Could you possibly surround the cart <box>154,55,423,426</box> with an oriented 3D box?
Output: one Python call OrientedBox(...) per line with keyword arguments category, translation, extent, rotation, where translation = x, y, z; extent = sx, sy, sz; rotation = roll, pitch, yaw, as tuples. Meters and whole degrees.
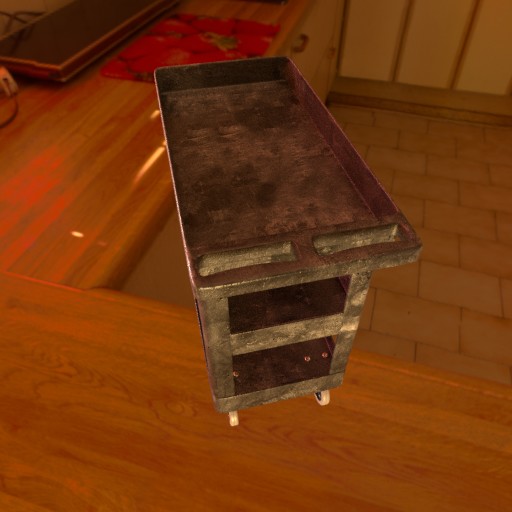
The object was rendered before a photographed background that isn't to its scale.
OrientedBox(category="cart", translation=(0.000, 0.000, 1.343), extent=(0.420, 0.824, 0.877), rotation=(-10, 47, -9))
